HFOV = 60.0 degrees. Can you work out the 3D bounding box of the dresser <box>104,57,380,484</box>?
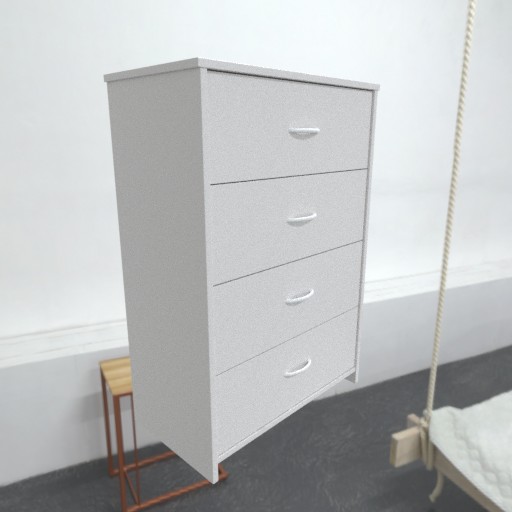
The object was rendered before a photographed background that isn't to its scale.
[{"bbox_3d":[0.000,0.000,1.373,0.401,1.021,0.704,15,21,42],"label":"dresser"}]
